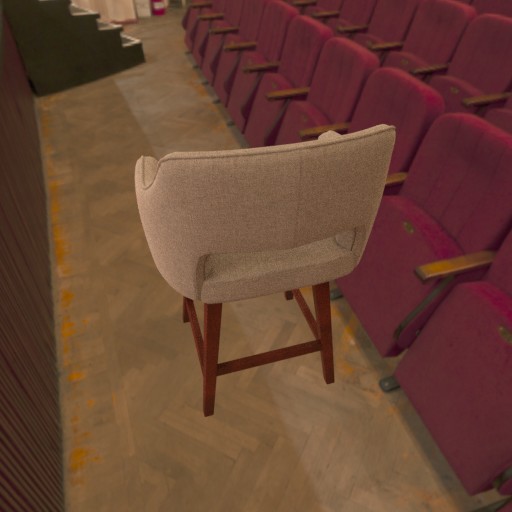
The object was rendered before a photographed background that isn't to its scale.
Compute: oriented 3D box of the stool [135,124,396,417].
[{"bbox_3d":[0.000,0.000,1.289,0.599,0.944,0.558,-11,42,-12],"label":"stool"}]
